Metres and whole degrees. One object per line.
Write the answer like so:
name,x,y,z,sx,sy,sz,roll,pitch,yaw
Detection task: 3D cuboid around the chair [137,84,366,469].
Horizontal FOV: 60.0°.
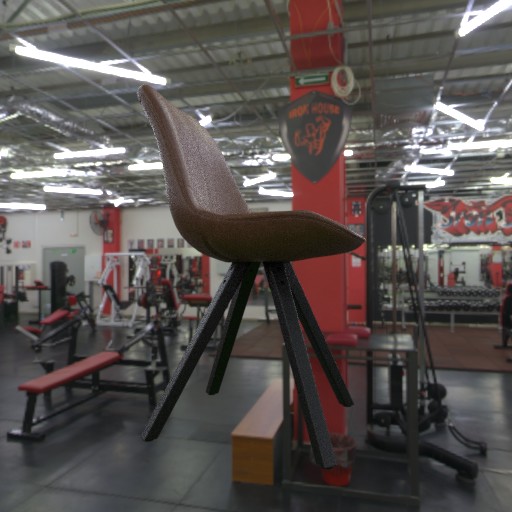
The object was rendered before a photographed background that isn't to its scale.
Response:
chair,0.000,0.000,1.143,0.550,0.850,0.475,0,-1,17
